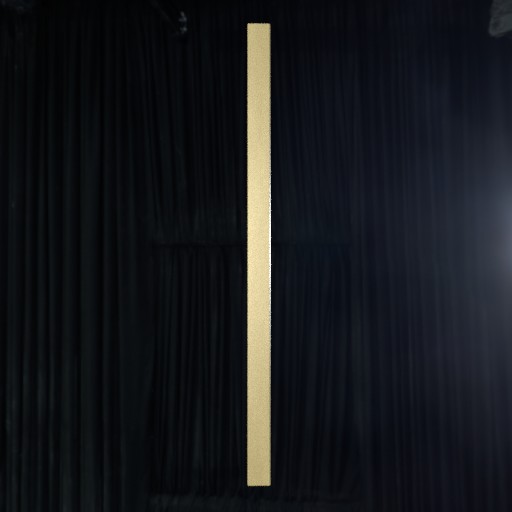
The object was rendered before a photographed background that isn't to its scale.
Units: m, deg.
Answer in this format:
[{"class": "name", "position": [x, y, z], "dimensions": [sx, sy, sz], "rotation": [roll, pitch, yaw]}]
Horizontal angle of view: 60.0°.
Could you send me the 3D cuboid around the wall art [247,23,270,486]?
[{"class": "wall art", "position": [0.000, 0.000, 1.111], "dimensions": [0.037, 0.763, 0.763], "rotation": [0, -1, -1]}]
